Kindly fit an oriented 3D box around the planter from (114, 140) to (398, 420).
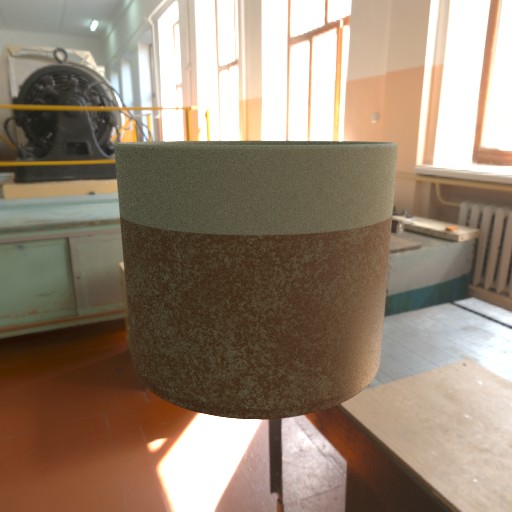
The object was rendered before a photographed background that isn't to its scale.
[{"bbox_3d":[0.000,0.000,0.277,0.159,0.138,0.159,0,15,0],"label":"planter"}]
